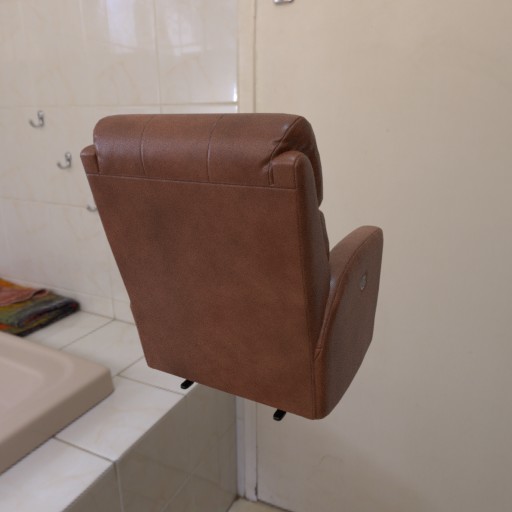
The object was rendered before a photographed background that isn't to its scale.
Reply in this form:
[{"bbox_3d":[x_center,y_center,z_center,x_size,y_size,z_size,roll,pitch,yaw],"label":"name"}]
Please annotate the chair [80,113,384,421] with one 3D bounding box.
[{"bbox_3d":[0.000,0.000,1.676,0.787,1.016,0.939,9,19,27],"label":"chair"}]
